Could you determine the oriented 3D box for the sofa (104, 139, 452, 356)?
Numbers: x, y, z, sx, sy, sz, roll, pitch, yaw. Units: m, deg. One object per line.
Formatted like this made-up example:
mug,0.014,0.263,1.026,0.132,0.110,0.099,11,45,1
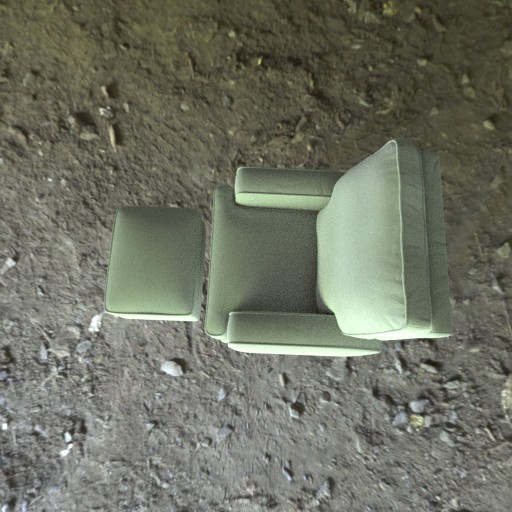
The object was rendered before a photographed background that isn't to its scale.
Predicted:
sofa,0.000,0.000,2.069,1.472,0.959,0.861,2,75,1
